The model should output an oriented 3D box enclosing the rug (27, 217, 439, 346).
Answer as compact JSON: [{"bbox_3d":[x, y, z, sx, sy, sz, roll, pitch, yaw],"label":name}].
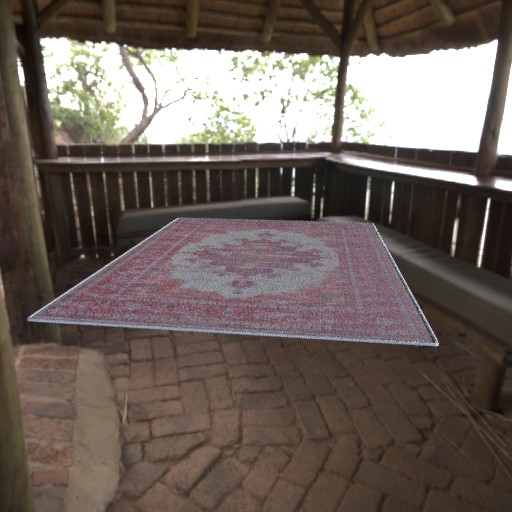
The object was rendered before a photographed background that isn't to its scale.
[{"bbox_3d":[0.000,0.000,4.053,2.447,0.017,3.123,2,17,7],"label":"rug"}]
